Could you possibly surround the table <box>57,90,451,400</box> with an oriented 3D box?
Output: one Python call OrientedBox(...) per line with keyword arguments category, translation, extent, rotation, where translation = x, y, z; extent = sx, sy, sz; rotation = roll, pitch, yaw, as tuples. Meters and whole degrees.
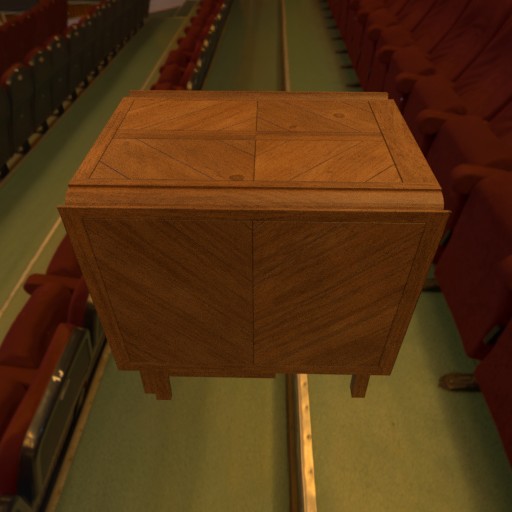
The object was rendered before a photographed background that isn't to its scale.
OrientedBox(category="table", translation=(0.000, 0.000, 1.305), extent=(0.746, 0.763, 0.591), rotation=(1, 41, 1))
